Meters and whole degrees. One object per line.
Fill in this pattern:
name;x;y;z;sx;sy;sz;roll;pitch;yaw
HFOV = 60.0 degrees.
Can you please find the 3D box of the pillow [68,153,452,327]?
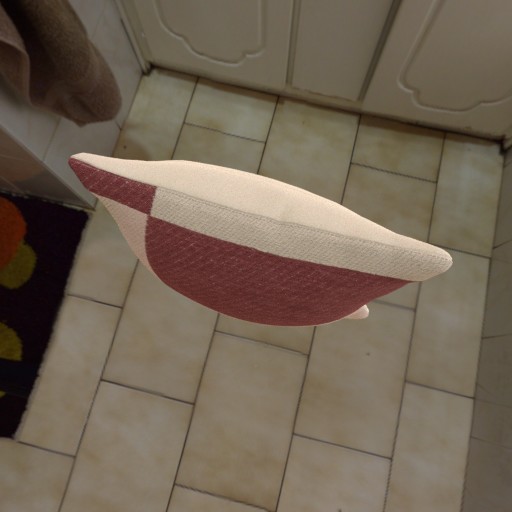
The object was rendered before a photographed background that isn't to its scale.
pillow;0.000;0.000;0.797;0.536;0.506;0.229;16;77;4
